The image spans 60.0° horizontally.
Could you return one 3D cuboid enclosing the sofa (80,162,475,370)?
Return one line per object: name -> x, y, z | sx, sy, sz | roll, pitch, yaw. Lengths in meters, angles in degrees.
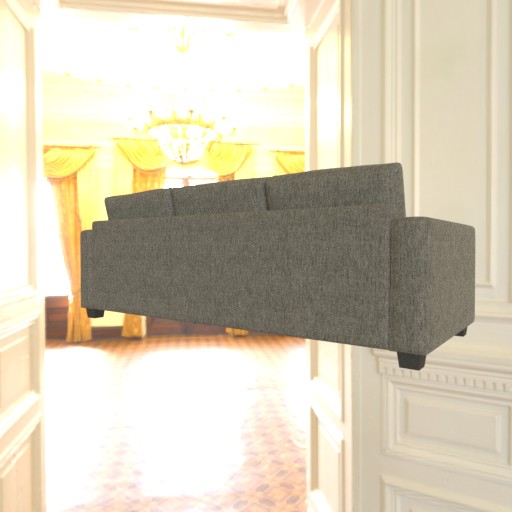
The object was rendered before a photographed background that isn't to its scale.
sofa -> 0.000, 0.000, 2.552 | 2.160, 0.800, 0.900 | 1, 1, 36
